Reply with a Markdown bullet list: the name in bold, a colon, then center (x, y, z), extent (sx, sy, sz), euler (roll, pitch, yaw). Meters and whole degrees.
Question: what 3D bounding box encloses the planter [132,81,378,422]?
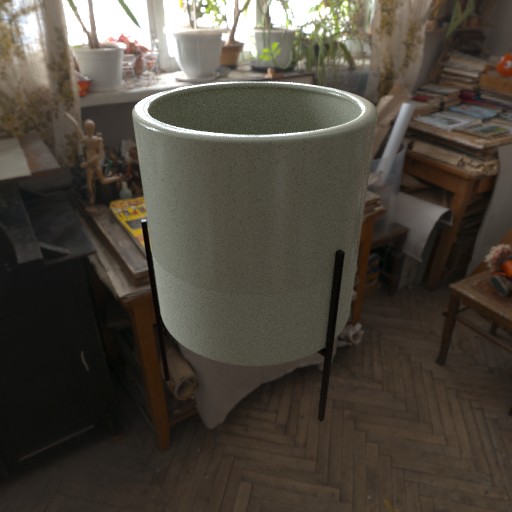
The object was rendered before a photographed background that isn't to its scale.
- **planter**: center (0.000, 0.000, 0.708), extent (0.314, 0.475, 0.323), euler (10, 33, 15)
